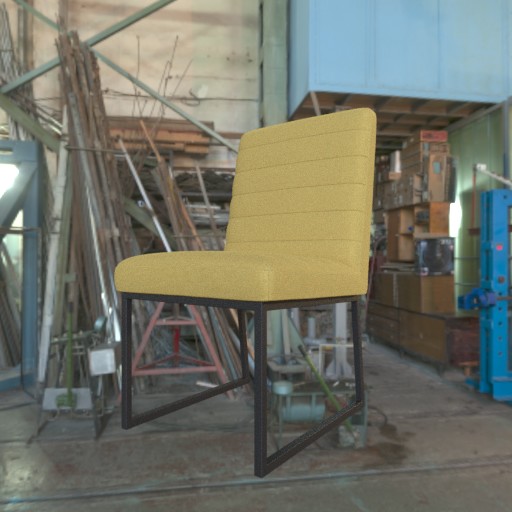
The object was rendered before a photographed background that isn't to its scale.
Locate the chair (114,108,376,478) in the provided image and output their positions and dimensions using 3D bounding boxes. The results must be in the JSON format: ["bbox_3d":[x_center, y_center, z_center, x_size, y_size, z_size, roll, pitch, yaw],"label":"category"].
[{"bbox_3d":[0.000,0.000,1.301,0.520,0.930,0.634,0,0,36],"label":"chair"}]
